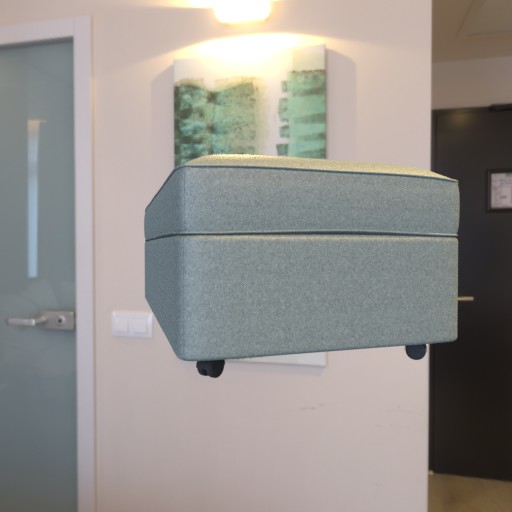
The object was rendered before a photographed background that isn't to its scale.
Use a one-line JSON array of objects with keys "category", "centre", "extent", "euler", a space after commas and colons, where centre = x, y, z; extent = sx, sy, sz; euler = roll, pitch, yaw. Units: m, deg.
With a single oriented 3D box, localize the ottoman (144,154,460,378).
[{"category": "ottoman", "centre": [0.000, 0.000, 1.506], "extent": [0.681, 0.494, 1.173], "euler": [0, 1, -17]}]
